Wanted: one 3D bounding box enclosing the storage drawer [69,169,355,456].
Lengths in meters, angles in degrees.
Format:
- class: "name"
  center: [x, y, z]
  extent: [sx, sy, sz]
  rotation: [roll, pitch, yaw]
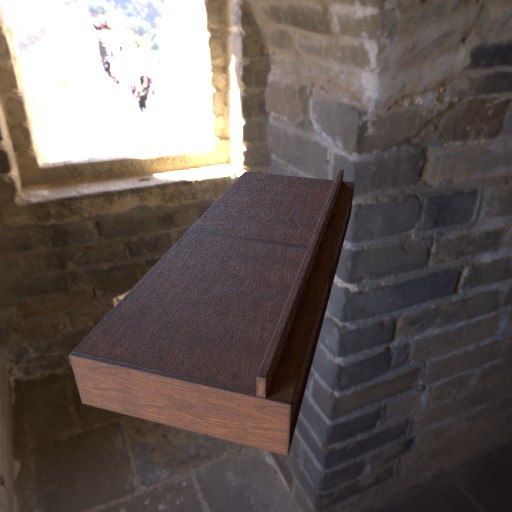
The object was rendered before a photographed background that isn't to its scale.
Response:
- class: "storage drawer"
  center: [0.000, 0.000, 2.219]
  extent: [0.774, 0.339, 1.914]
  rotation: [8, 31, 14]
